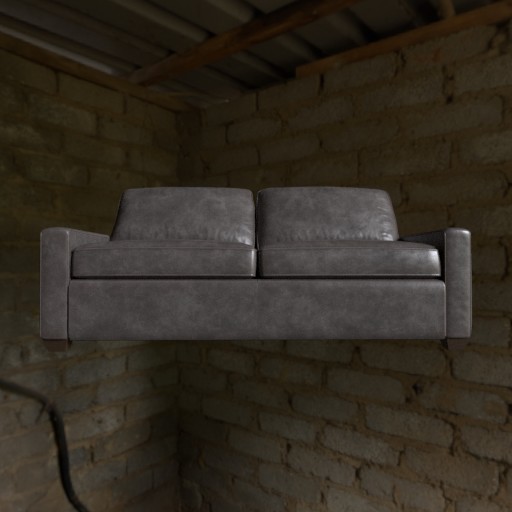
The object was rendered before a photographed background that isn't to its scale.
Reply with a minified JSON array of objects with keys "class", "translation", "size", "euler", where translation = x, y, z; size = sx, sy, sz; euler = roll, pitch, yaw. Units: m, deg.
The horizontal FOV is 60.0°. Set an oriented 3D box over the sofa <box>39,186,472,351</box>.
[{"class":"sofa","translation":[0.000,0.000,2.560],"size":[2.081,0.916,0.939],"euler":[0,-1,-1]}]
